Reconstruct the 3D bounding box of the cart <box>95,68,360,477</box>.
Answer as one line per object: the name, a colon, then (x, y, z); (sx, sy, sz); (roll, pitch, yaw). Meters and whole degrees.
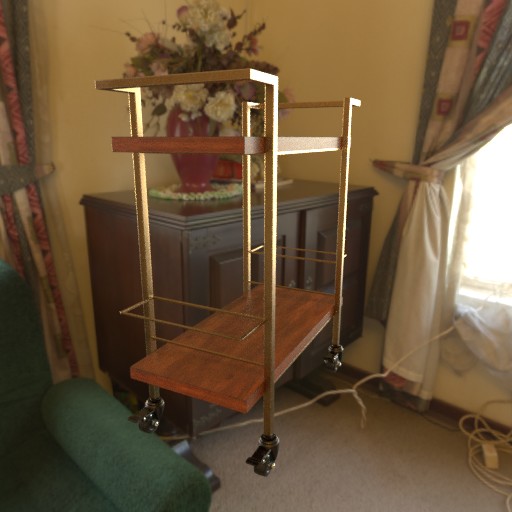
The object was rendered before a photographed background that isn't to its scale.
cart: (0.000, 0.000, 1.160); (0.364, 0.807, 0.695); (7, 17, 26)
